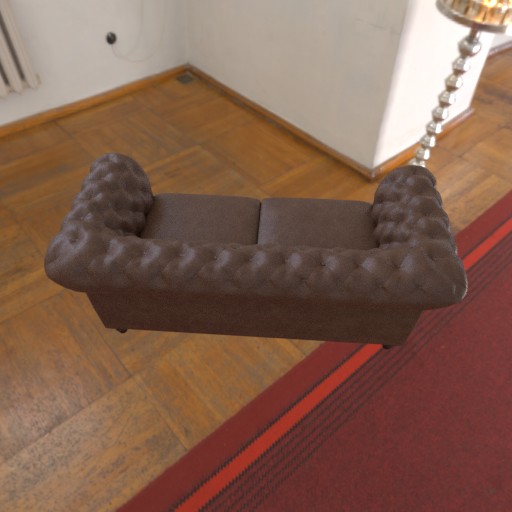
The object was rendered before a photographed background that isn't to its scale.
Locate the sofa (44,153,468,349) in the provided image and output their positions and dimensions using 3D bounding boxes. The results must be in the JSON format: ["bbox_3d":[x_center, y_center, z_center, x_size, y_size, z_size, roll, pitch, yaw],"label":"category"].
[{"bbox_3d":[0.000,0.000,2.561,2.048,0.784,0.955,3,47,3],"label":"sofa"}]
